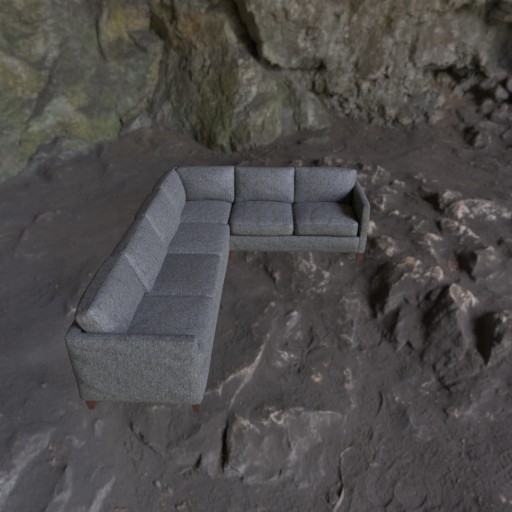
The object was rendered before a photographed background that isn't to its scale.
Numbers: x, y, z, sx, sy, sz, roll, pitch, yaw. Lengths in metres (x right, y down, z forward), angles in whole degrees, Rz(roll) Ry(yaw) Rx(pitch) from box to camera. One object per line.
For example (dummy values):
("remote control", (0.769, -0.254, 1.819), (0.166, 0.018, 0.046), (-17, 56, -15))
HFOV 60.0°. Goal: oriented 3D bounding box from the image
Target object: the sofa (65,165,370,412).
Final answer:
("sofa", (0.000, 0.000, 4.505), (2.593, 0.947, 3.302), (1, 29, 2))
